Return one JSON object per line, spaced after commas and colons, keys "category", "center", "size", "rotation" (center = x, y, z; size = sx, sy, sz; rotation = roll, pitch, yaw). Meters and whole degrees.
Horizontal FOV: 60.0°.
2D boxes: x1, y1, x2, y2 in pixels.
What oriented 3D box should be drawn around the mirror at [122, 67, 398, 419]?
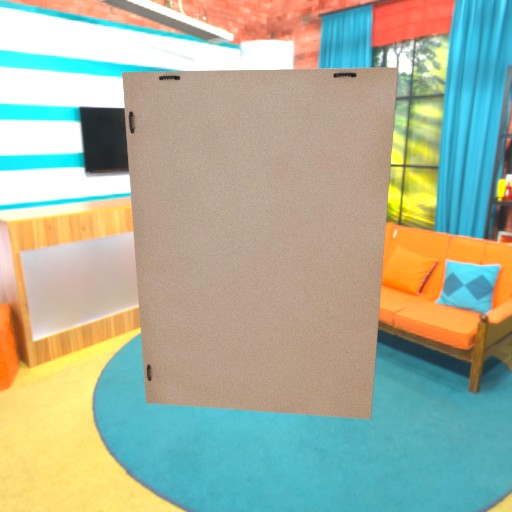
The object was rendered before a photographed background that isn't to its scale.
{"category": "mirror", "center": [0.000, 0.000, 0.913], "size": [0.507, 0.710, 0.039], "rotation": [2, 15, 7]}
